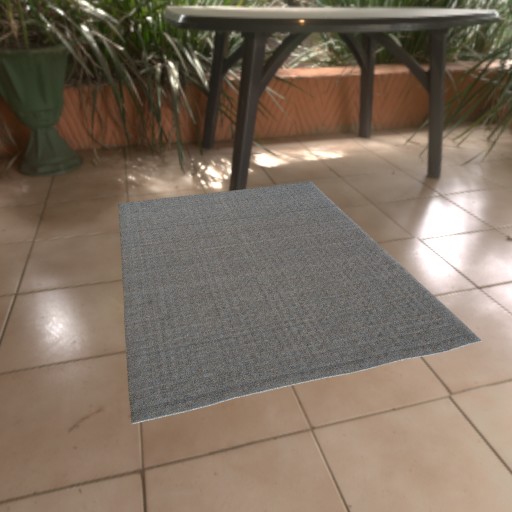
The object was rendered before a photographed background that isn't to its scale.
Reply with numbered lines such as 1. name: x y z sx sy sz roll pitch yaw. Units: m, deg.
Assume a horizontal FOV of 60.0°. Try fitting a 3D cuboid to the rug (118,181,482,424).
1. rug: 0.000 0.000 4.162 2.443 0.007 3.200 -9 32 -14
